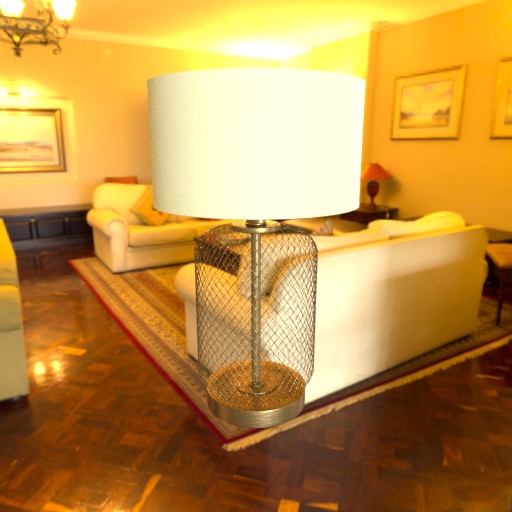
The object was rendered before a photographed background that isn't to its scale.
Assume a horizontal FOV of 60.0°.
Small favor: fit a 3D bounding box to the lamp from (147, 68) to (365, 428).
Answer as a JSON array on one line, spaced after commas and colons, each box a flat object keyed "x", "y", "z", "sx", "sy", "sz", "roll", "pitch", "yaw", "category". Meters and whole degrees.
[{"x": 0.000, "y": 0.000, "z": 0.801, "sx": 0.353, "sy": 0.578, "sz": 0.353, "roll": 0, "pitch": 14, "yaw": 0, "category": "lamp"}]
